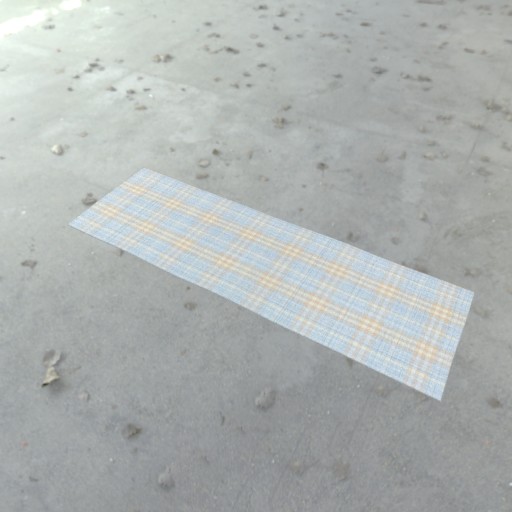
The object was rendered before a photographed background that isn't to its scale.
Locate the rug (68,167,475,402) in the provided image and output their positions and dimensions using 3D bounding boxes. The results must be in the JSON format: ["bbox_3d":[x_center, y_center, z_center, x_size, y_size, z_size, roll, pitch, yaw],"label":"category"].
[{"bbox_3d":[0.000,0.000,2.721,2.439,0.013,0.762,23,50,21],"label":"rug"}]
